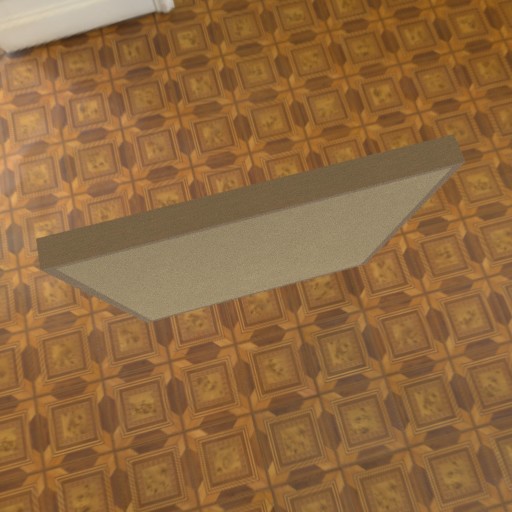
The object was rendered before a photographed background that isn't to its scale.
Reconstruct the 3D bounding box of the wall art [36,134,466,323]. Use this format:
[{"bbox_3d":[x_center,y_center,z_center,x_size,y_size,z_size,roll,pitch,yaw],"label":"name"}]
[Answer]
[{"bbox_3d":[0.000,0.000,0.761,0.508,0.506,0.038,-15,75,-4],"label":"wall art"}]
